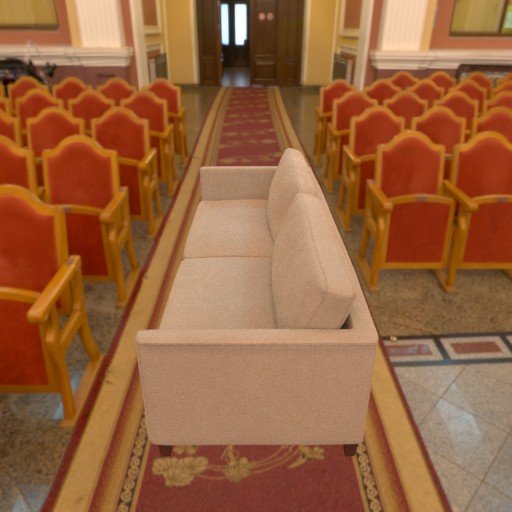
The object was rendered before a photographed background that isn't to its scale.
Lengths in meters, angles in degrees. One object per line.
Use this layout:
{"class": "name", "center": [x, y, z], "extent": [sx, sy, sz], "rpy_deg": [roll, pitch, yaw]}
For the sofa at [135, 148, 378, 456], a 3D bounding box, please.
{"class": "sofa", "center": [0.000, 0.000, 2.856], "extent": [0.988, 0.912, 2.404], "rpy_deg": [0, 27, 0]}
